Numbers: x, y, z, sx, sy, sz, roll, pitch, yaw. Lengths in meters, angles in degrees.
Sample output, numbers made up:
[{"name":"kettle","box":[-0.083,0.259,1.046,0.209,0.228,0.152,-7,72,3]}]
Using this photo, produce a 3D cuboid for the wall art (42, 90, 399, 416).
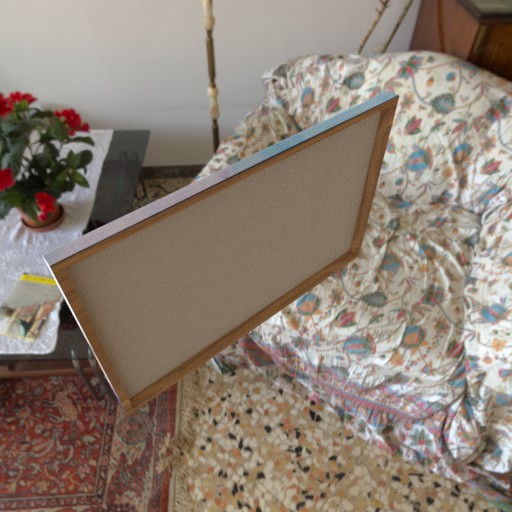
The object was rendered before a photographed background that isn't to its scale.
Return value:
[{"name":"wall art","box":[0.000,0.000,1.161,0.911,0.605,0.037,-31,55,-25]}]
